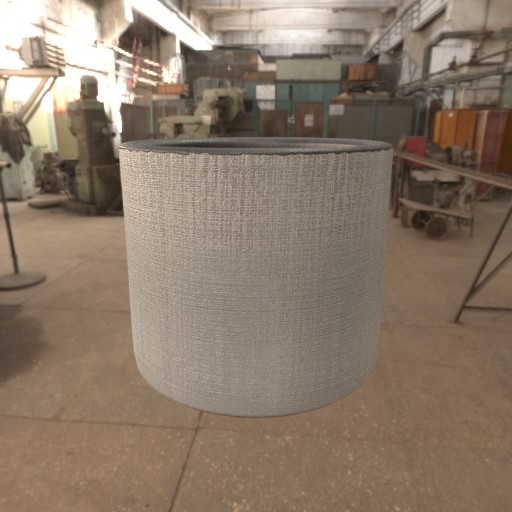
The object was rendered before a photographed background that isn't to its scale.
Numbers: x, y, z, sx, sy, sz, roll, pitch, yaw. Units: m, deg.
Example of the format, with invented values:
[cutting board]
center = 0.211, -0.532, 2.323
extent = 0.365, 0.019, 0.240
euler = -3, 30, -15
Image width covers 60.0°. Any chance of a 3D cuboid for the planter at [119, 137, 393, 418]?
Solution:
[planter]
center = 0.000, 0.000, 0.223
extent = 0.125, 0.112, 0.125
euler = 0, 17, 0
